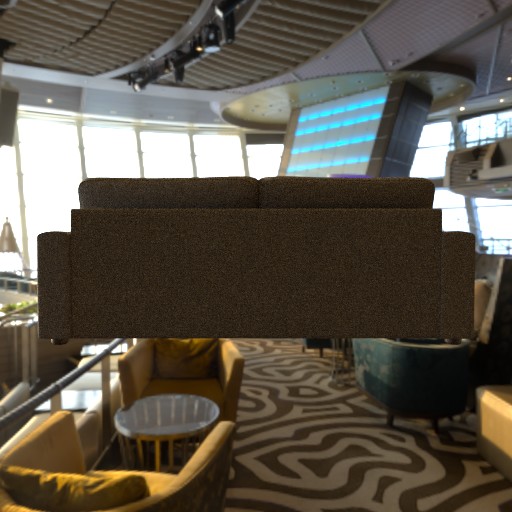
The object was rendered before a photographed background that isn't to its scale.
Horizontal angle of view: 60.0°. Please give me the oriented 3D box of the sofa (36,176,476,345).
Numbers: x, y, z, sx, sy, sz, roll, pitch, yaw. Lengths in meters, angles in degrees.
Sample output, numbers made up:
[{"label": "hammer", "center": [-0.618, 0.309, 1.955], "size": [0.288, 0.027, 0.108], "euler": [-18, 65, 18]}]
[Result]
[{"label": "sofa", "center": [0.000, 0.000, 2.693], "size": [2.179, 0.873, 1.016], "euler": [0, 2, 0]}]
